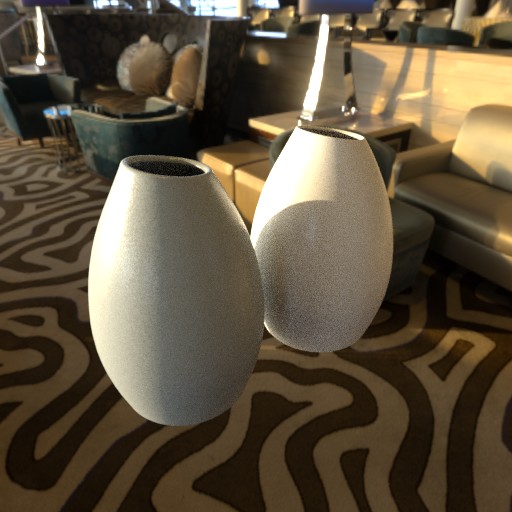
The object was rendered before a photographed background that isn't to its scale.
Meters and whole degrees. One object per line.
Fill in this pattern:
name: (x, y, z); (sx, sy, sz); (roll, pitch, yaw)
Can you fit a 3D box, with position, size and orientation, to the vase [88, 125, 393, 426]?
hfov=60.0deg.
vase: (0.000, 0.000, 0.250); (0.187, 0.131, 0.089); (-19, 35, -29)
